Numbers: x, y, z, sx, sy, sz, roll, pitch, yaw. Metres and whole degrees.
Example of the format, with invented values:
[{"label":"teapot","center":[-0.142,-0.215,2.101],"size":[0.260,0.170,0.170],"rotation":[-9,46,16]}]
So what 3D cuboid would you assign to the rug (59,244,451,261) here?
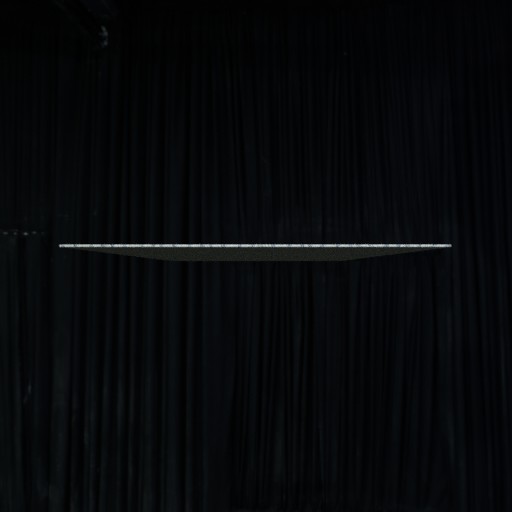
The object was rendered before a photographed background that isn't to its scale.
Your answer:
[{"label":"rug","center":[0.000,0.000,2.290],"size":[1.220,0.008,1.824],"rotation":[0,-2,0]}]
